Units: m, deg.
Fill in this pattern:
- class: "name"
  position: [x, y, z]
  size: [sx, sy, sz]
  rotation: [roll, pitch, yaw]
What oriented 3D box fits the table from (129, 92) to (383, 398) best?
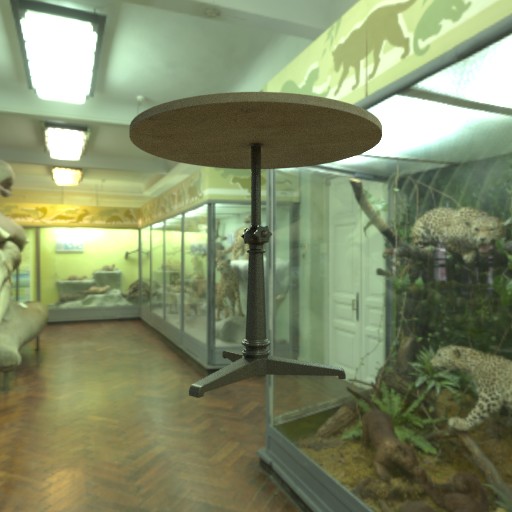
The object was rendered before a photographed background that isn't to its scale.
- class: "table"
  position: [0.000, 0.000, 1.454]
  size: [0.800, 0.780, 0.800]
  rotation: [0, 0, 0]
